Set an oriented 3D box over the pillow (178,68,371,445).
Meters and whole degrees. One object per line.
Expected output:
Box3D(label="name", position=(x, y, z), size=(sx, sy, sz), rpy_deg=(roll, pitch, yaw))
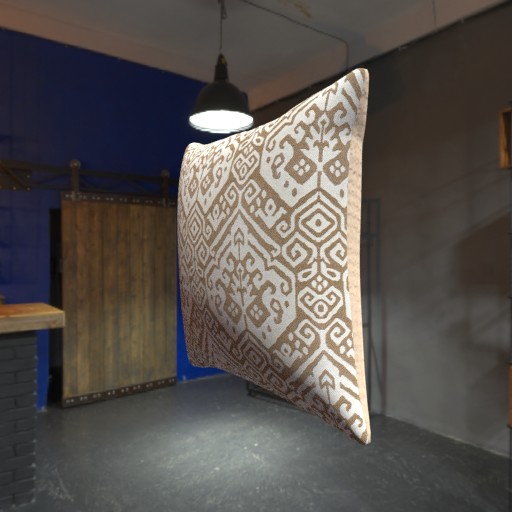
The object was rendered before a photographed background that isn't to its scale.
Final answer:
Box3D(label="pillow", position=(0.000, 0.000, 0.647), size=(0.173, 0.407, 0.419), rpy_deg=(0, 0, -35))
